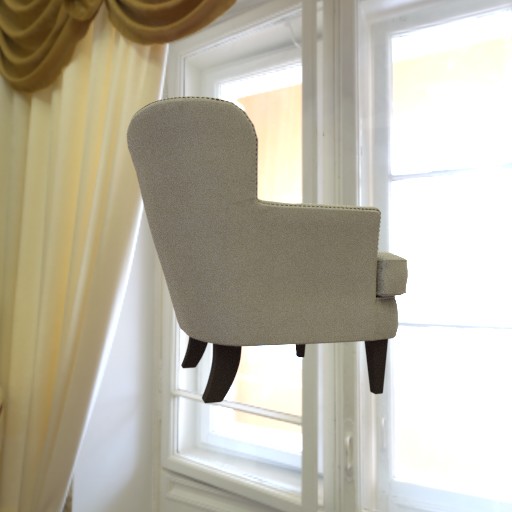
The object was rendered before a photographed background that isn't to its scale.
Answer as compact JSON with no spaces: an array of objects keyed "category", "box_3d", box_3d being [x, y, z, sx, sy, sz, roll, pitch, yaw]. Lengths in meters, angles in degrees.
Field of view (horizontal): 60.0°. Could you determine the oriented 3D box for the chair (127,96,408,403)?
[{"category":"chair","box_3d":[0.000,0.000,1.602,0.906,0.868,0.848,1,-2,-17]}]
